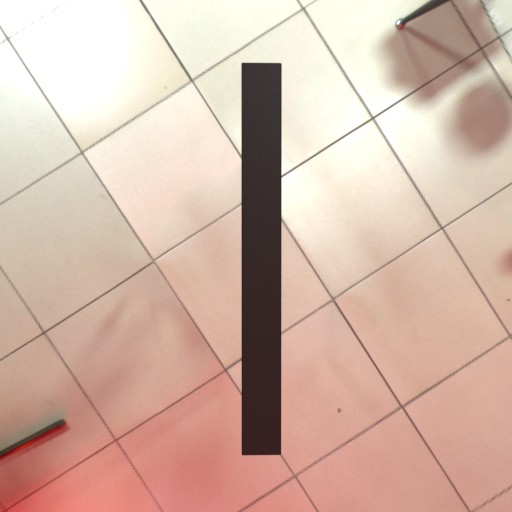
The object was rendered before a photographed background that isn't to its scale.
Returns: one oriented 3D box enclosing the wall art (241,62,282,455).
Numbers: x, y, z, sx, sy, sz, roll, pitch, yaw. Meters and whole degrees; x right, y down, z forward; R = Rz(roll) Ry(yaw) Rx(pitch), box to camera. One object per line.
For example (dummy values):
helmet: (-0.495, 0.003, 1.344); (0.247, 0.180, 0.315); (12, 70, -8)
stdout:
wall art: (0.000, 0.000, 0.517); (0.030, 0.369, 0.294); (0, 91, -1)
